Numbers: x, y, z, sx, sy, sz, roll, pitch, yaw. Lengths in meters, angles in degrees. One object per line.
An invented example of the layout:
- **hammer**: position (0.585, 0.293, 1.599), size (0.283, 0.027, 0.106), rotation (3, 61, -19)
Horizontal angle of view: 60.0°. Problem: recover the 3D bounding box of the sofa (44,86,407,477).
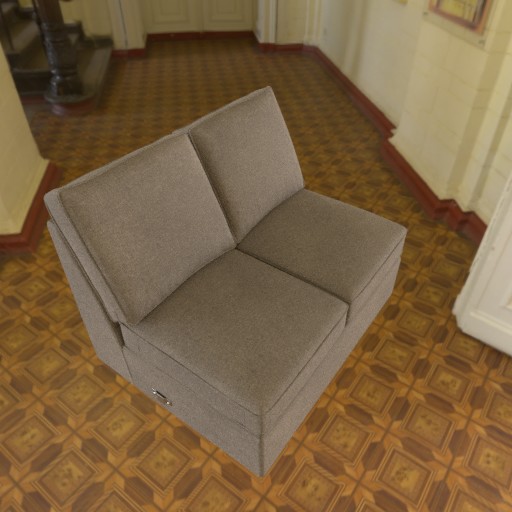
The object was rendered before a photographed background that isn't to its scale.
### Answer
- **sofa**: position (0.000, 0.000, 1.934), size (0.951, 1.008, 1.237), rotation (25, 46, 27)
